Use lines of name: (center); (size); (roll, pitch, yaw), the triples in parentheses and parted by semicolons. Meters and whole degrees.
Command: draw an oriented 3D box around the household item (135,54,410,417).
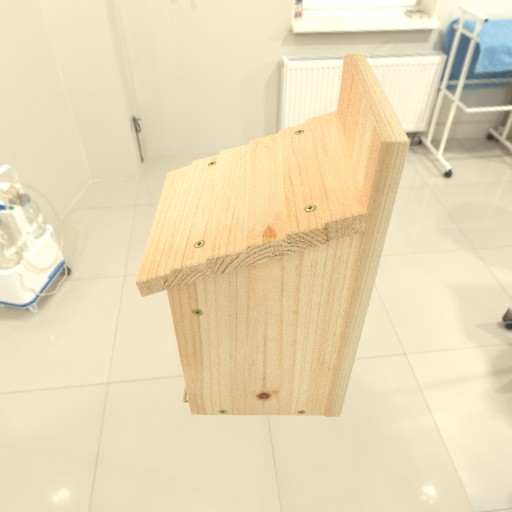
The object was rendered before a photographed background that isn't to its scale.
household item: (0.000, 0.000, 0.396); (0.171, 0.300, 0.149); (0, 42, 0)
